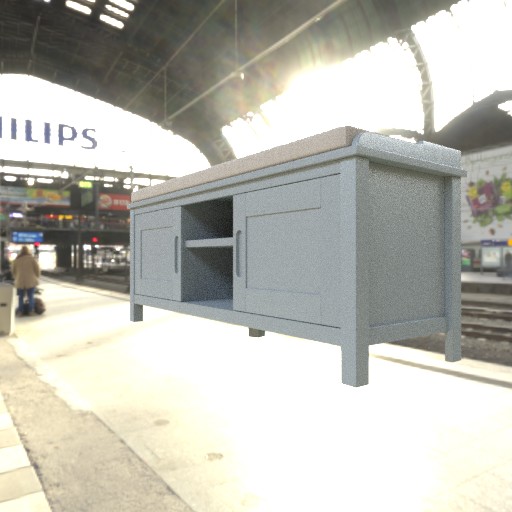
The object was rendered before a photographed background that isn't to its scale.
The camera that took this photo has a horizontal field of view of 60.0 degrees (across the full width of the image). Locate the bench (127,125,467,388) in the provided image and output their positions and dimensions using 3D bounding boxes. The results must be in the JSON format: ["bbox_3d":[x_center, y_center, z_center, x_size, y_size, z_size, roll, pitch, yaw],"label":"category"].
[{"bbox_3d":[0.000,0.000,1.389,0.398,0.501,1.140,0,0,-37],"label":"bench"}]
